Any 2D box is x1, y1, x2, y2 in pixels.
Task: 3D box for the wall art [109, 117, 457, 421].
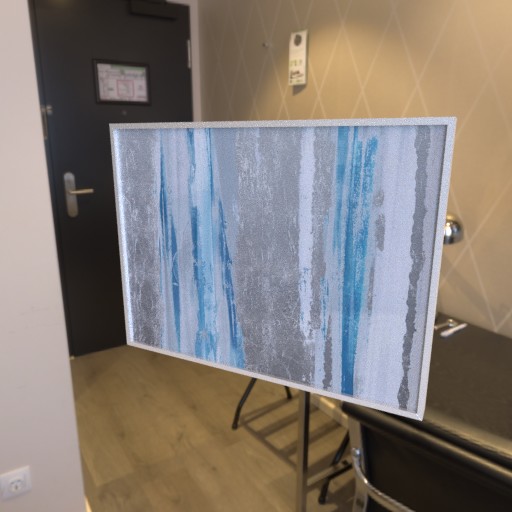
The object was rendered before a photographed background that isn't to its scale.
[{"bbox_3d":[0.000,0.000,1.377,1.056,0.801,0.066,7,16,26],"label":"wall art"}]
